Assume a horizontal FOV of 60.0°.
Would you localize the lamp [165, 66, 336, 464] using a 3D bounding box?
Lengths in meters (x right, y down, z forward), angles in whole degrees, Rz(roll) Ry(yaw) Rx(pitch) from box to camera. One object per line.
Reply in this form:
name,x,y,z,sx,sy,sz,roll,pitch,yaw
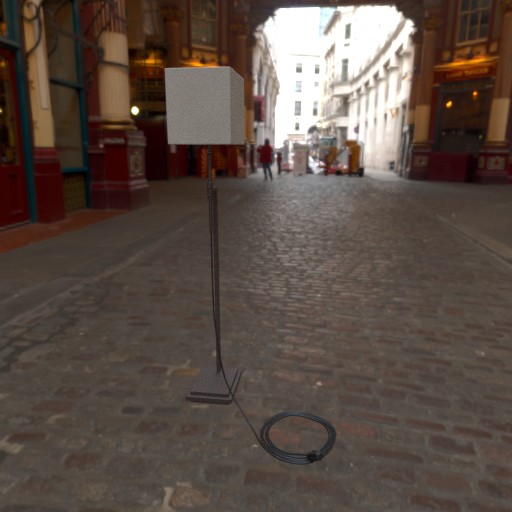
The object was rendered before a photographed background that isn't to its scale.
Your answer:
lamp,0.000,0.000,2.006,0.774,1.600,0.698,2,14,8
